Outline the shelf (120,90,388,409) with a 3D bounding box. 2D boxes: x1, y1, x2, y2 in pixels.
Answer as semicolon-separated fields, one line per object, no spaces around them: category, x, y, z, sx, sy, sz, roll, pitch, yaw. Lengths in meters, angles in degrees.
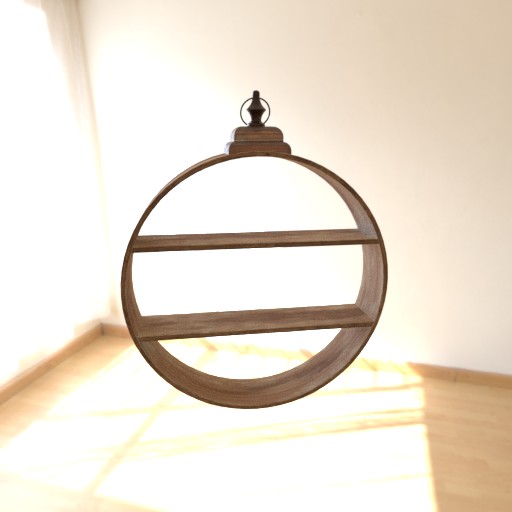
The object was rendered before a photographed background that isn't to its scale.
shelf;0.000;0.000;1.030;0.601;0.725;0.125;-2;15;-9
